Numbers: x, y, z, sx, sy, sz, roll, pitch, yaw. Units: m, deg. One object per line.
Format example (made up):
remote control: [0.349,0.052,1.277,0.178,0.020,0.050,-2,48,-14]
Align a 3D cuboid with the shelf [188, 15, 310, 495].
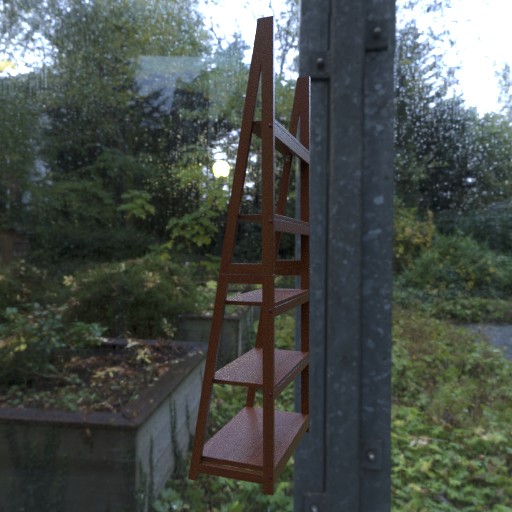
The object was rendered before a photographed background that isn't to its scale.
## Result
shelf: [0.000,0.000,1.996,0.356,1.780,0.630,0,1,19]
